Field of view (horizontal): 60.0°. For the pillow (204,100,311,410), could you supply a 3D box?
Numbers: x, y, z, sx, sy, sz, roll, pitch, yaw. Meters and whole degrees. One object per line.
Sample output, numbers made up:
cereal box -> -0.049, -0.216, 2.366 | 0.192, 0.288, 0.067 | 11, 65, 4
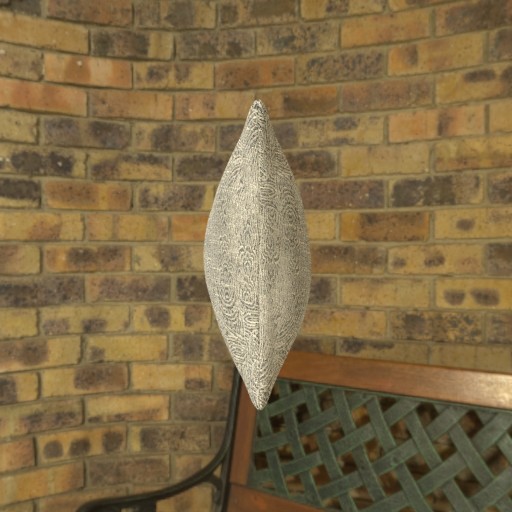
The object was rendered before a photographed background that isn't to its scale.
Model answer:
pillow -> 0.000, 0.000, 0.720 | 0.151, 0.295, 0.615 | 0, 0, 0
